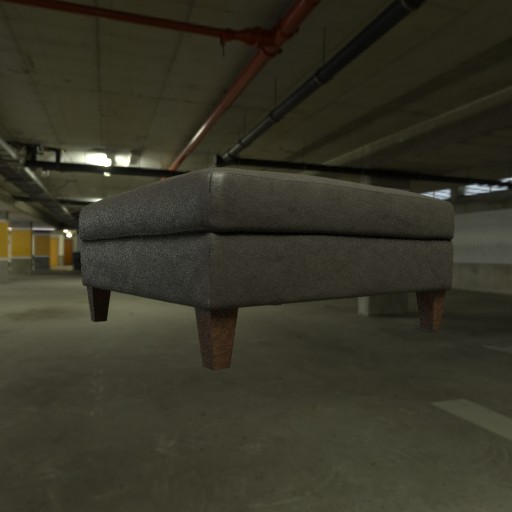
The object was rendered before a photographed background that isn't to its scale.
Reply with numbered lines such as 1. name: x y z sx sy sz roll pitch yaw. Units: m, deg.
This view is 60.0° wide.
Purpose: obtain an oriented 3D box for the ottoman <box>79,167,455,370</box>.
1. ottoman: 0.000 0.000 1.340 0.844 0.415 0.836 0 1 -37
